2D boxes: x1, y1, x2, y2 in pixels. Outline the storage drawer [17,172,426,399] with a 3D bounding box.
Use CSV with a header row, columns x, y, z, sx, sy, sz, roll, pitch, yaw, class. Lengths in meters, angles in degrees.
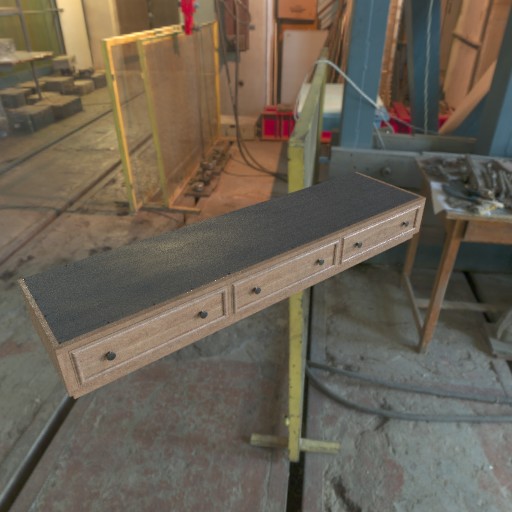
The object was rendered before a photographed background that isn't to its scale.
x,y,z,sx,sy,sz,roll,pitch,yaw,class
0.000,0.000,2.213,2.032,0.264,0.538,-22,37,-31,storage drawer
